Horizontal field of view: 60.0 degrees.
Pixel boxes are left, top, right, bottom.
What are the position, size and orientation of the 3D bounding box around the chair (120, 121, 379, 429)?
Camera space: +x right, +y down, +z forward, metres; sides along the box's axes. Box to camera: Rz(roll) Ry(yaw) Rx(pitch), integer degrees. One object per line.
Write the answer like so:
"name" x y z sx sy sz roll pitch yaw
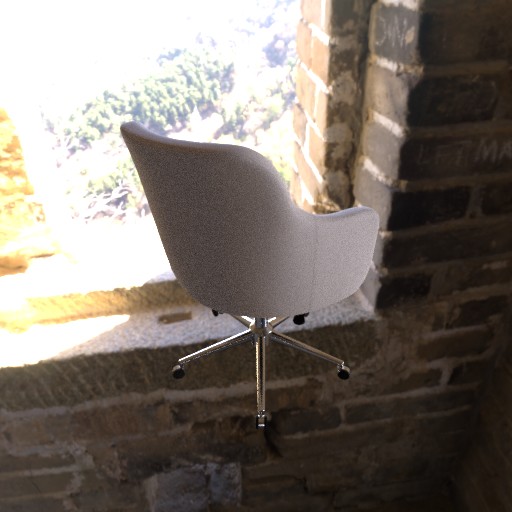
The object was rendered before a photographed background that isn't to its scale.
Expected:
"chair" 0.000 0.000 1.263 0.602 0.819 0.647 21 37 31
